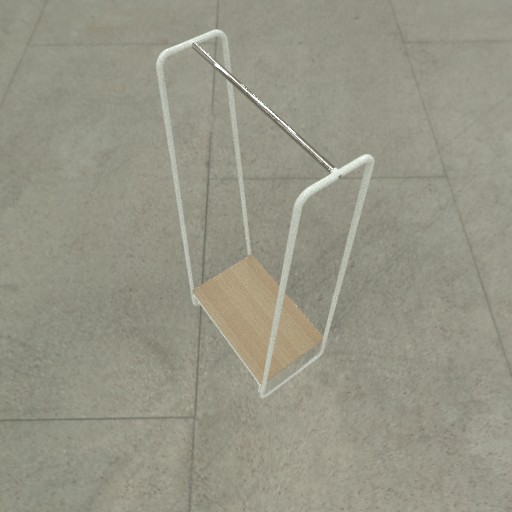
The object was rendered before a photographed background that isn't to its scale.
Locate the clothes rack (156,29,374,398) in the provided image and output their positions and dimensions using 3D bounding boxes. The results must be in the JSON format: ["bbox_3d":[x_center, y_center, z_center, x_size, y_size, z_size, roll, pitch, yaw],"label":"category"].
[{"bbox_3d":[0.000,0.000,1.753,0.400,1.500,0.640,-32,63,-18],"label":"clothes rack"}]
